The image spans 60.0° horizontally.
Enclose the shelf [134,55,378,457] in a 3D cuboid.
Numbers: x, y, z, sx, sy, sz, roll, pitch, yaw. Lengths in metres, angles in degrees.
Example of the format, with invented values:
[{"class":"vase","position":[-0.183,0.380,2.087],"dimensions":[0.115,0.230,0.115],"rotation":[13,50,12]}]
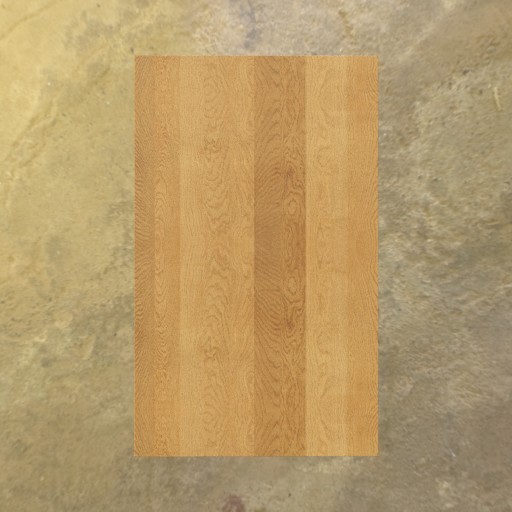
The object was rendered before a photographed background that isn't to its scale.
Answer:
[{"class":"shelf","position":[0.000,0.000,1.495],"dimensions":[0.700,0.450,1.150],"rotation":[0,90,0]}]
